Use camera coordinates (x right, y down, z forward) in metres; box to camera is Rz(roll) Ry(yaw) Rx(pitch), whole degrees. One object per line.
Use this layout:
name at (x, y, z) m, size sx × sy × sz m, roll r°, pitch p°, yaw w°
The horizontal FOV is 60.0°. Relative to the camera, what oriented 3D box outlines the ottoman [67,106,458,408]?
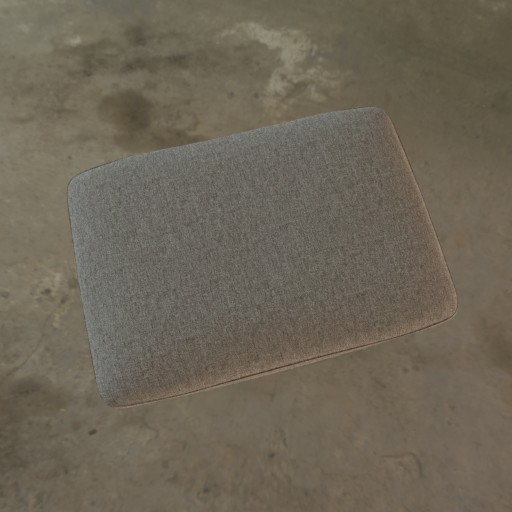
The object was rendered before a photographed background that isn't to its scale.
ottoman at (0.000, 0.000, 1.347) m, size 0.977 × 0.451 × 0.694 m, roll -14°, pitch 75°, yaw -4°
